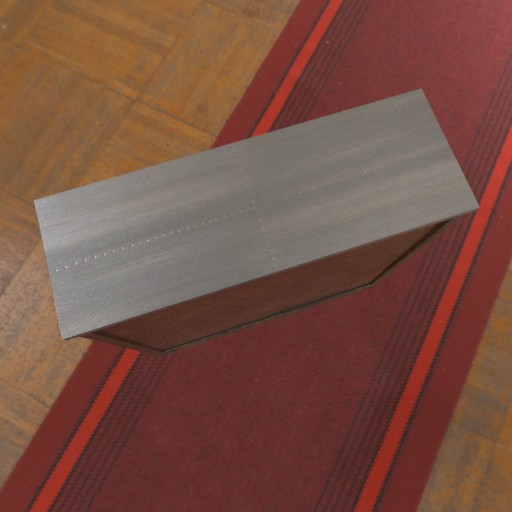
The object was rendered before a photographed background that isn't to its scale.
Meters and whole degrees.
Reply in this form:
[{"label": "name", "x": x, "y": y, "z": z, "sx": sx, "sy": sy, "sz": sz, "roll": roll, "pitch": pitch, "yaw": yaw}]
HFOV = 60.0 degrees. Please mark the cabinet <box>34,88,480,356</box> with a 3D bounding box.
[{"label": "cabinet", "x": 0.000, "y": 0.000, "z": 1.460, "sx": 0.968, "sy": 0.919, "sz": 0.338, "roll": -17, "pitch": 75, "yaw": -5}]
